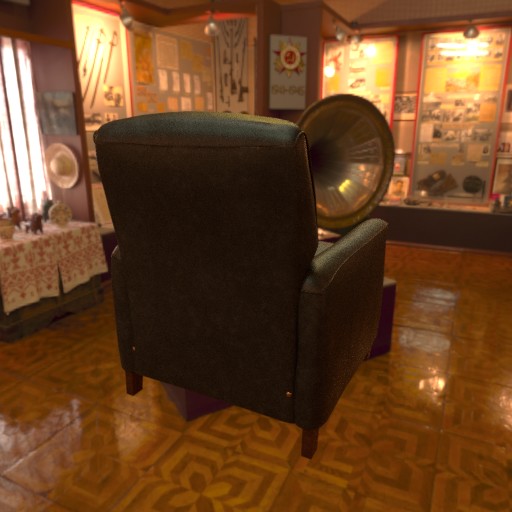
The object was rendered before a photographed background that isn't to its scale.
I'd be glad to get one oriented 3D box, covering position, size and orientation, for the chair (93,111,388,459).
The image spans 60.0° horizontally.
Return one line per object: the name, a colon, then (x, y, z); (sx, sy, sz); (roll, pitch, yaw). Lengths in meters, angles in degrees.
chair: (0.000, 0.000, 1.666); (0.848, 1.014, 0.864); (8, 18, 27)
